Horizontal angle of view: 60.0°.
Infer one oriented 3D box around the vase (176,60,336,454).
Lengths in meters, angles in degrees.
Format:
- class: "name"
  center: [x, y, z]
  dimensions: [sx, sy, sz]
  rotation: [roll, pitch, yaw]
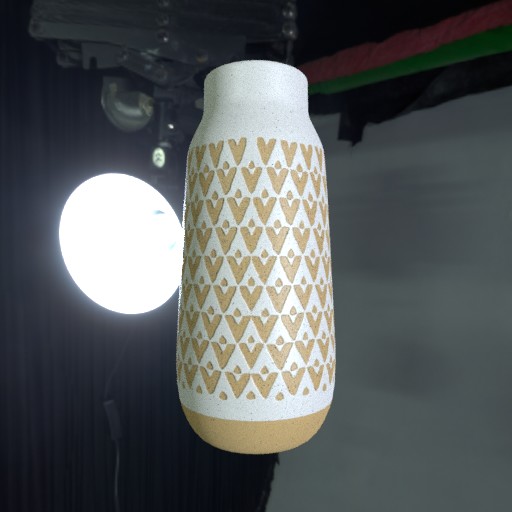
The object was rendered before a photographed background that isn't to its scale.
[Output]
- class: "vase"
  center: [0.000, 0.000, 0.390]
  dimensions: [0.137, 0.307, 0.137]
  rotation: [0, -1, 0]
